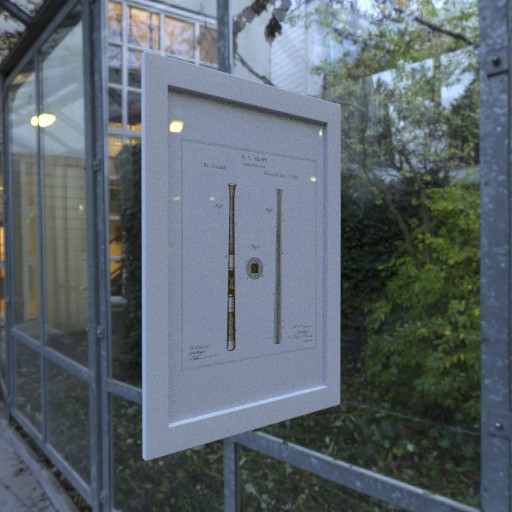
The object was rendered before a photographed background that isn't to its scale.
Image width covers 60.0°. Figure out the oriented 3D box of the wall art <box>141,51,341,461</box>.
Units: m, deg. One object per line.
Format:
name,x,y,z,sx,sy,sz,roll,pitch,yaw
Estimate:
wall art,0.000,0.000,0.620,0.329,0.482,0.011,-1,1,-36
